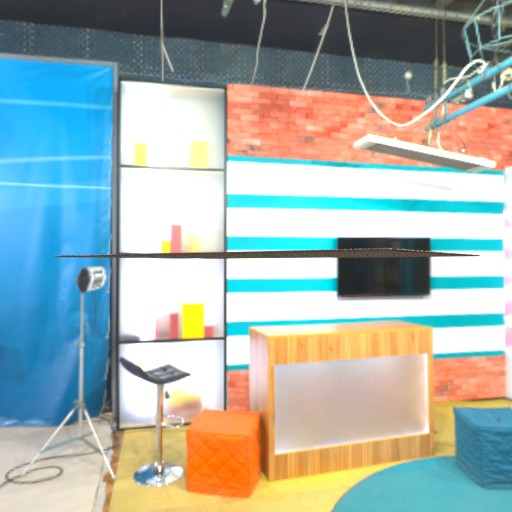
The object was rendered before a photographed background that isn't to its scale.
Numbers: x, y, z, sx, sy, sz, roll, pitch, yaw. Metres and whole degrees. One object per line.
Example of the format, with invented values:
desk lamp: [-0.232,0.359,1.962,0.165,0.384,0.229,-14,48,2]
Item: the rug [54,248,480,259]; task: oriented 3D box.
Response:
rug: [0.000,0.000,2.971,2.435,0.011,1.517,-1,-1,38]
